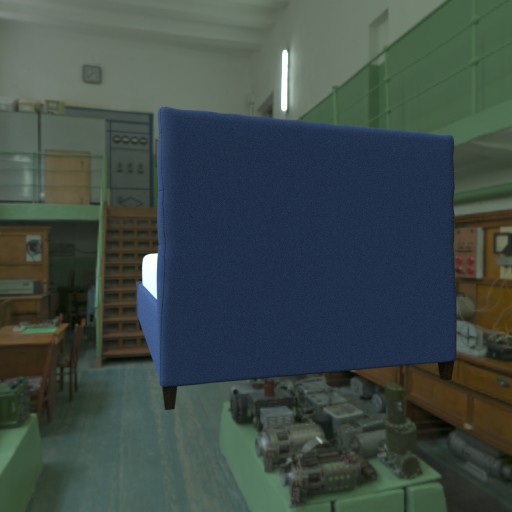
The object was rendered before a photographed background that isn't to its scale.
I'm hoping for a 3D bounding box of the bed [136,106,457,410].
[{"bbox_3d":[0.000,0.000,3.429,1.706,1.427,2.387,0,0,-18],"label":"bed"}]
